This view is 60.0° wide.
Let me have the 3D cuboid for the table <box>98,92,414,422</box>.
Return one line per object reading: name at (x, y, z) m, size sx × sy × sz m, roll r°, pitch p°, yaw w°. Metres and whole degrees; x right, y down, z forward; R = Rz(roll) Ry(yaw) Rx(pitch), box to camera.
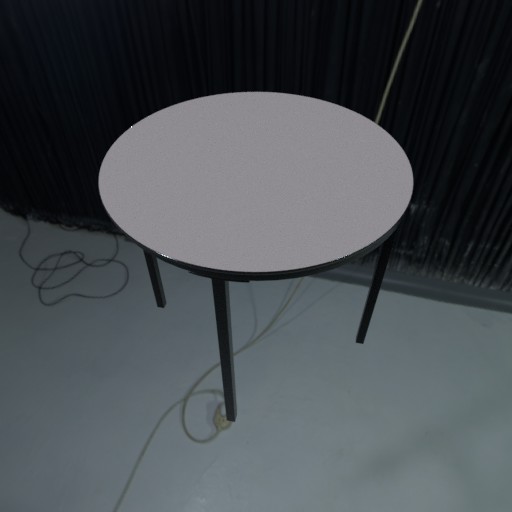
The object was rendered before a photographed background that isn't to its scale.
table at (0.000, 0.000, 0.879) m, size 0.499 × 0.443 × 0.499 m, roll 0°, pitch 45°, yaw 0°
